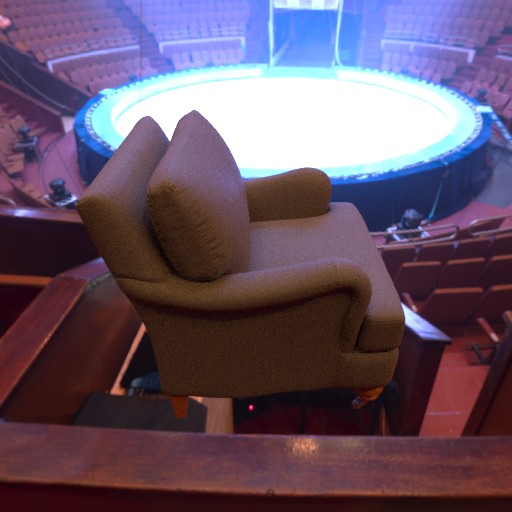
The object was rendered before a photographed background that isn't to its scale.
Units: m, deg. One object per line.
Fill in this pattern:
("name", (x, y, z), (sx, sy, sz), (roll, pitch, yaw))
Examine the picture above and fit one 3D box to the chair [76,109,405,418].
("chair", (0.000, 0.000, 1.887), (1.070, 1.038, 0.955), (0, 33, -1))
